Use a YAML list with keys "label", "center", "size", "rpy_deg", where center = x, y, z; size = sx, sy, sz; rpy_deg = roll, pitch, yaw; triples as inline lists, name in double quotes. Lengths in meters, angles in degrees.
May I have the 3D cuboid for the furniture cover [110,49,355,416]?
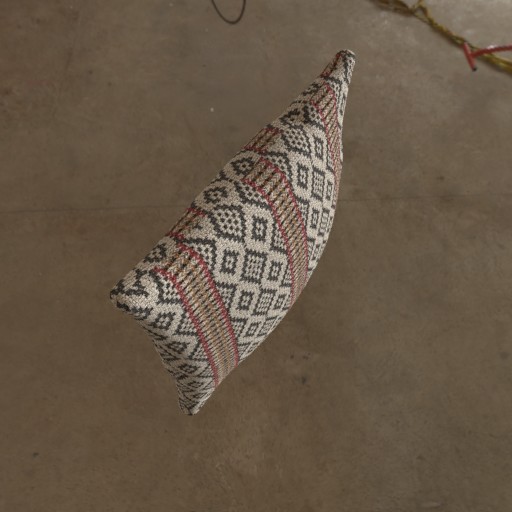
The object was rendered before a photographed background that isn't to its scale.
- label: "furniture cover"
  center: [0.000, 0.000, 0.763]
  size: [0.182, 0.506, 0.503]
  rpy_deg: [30, 63, 17]
